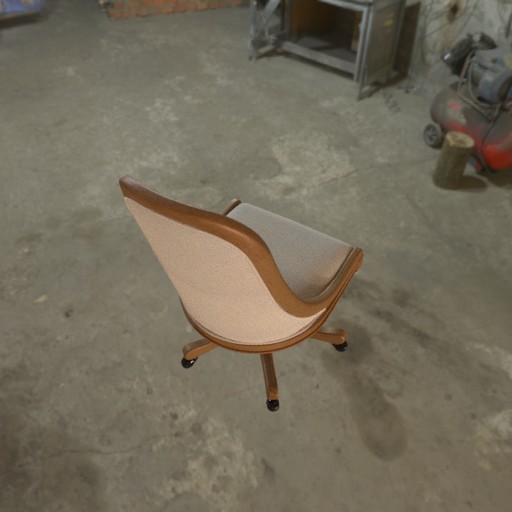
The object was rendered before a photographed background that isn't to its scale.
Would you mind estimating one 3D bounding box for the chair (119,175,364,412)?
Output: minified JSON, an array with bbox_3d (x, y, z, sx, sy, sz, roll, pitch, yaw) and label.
[{"bbox_3d":[0.000,0.000,1.543,0.702,1.009,0.811,24,50,22],"label":"chair"}]
